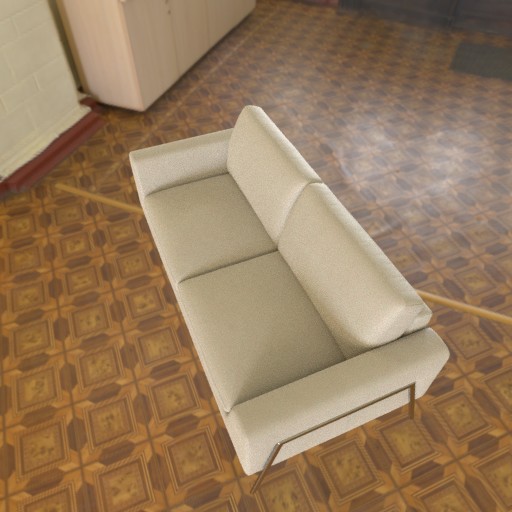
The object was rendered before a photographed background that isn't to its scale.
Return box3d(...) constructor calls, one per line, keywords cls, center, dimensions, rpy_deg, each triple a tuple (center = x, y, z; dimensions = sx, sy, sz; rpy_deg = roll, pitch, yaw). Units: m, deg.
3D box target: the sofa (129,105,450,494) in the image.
box3d(cls="sofa", center=(0.000, 0.000, 2.486), dimensions=(0.953, 0.875, 2.017), rpy_deg=(-18, 50, -15))
